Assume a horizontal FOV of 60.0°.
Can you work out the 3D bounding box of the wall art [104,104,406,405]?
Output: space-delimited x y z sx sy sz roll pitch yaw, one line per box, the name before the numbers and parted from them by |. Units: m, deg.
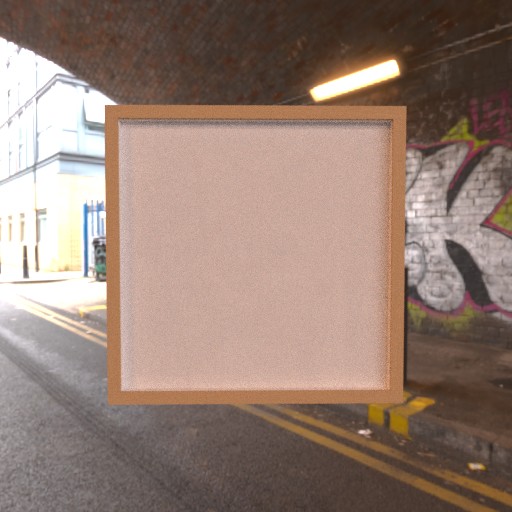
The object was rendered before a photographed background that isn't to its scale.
wall art | 0.000 0.000 1.371 0.914 0.914 0.038 0 2 -1
